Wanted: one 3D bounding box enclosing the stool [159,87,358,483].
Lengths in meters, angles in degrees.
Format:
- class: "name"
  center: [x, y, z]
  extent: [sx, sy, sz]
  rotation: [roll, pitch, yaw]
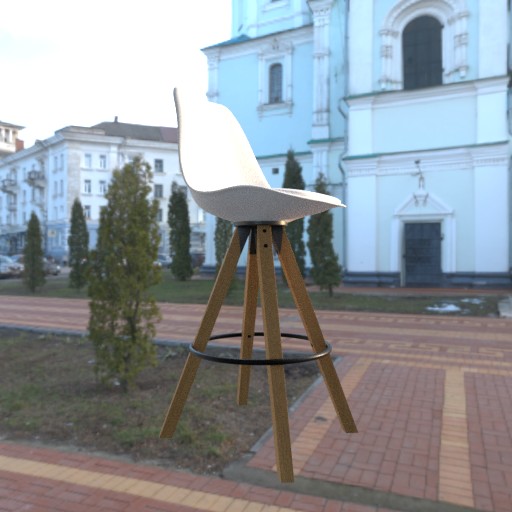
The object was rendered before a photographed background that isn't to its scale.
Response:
- class: "stool"
  center: [0.000, 0.000, 1.397]
  extent: [0.549, 1.115, 0.482]
  rotation: [0, 0, 37]
